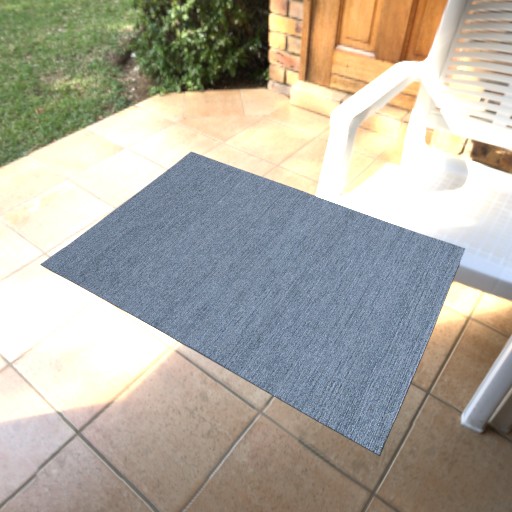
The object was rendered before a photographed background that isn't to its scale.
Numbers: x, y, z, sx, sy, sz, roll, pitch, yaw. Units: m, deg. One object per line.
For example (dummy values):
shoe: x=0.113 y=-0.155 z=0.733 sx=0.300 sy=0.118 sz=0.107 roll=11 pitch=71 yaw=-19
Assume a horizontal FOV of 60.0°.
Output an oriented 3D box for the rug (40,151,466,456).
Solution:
rug: x=0.000 y=0.000 z=2.938 sx=2.338 sy=0.030 sz=1.616 roll=24 pitch=49 yaw=22
